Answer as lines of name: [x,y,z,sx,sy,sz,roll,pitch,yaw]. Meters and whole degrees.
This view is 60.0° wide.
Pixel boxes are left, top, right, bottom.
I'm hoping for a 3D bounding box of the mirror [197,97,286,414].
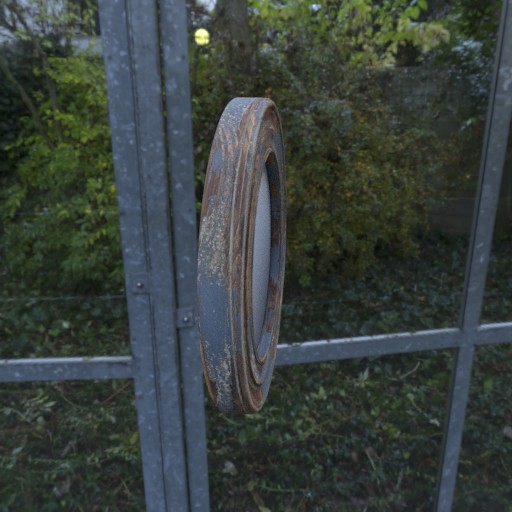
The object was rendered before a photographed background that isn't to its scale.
mirror: [0.000,0.000,0.868,0.061,0.585,0.585,3,16,9]
